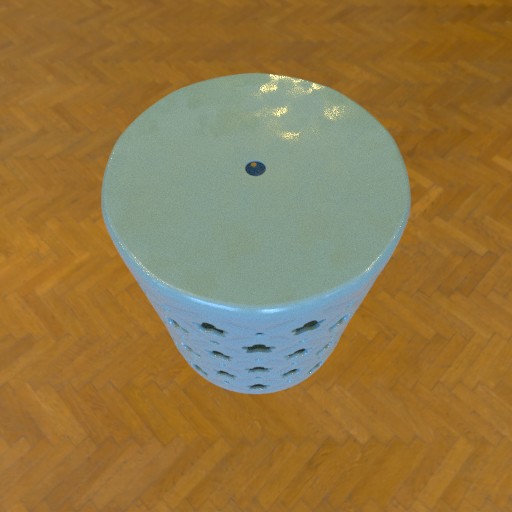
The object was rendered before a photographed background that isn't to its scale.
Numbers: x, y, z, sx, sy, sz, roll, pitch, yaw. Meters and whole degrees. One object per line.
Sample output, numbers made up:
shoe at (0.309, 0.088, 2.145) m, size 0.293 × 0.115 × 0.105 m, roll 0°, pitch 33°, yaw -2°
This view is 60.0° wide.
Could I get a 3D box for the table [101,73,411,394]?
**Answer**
table at (0.000, 0.000, 0.664) m, size 0.352 × 0.387 × 0.352 m, roll 0°, pitch 59°, yaw 0°
